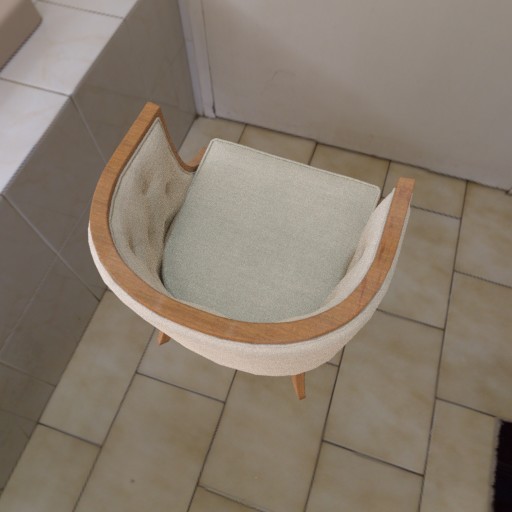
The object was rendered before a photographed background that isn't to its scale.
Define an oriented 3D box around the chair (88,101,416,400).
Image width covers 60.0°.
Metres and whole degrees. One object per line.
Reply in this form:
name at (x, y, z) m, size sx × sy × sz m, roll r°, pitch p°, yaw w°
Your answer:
chair at (0.000, 0.000, 1.353) m, size 0.711 × 0.775 × 0.757 m, roll 19°, pitch 65°, yaw 9°
